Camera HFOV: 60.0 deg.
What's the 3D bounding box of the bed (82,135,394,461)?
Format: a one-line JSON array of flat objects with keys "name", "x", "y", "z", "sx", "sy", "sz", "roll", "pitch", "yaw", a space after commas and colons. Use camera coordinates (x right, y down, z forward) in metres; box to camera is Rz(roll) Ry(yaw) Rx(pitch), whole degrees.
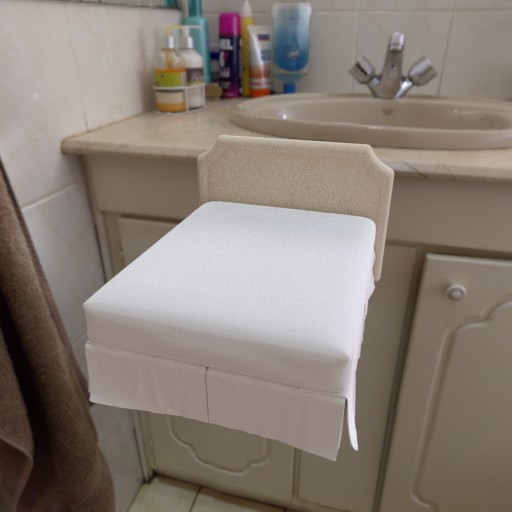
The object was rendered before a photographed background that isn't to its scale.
[{"name": "bed", "x": 0.000, "y": 0.000, "z": 3.309, "sx": 1.827, "sy": 1.296, "sz": 2.209, "roll": 8, "pitch": 28, "yaw": 15}]
